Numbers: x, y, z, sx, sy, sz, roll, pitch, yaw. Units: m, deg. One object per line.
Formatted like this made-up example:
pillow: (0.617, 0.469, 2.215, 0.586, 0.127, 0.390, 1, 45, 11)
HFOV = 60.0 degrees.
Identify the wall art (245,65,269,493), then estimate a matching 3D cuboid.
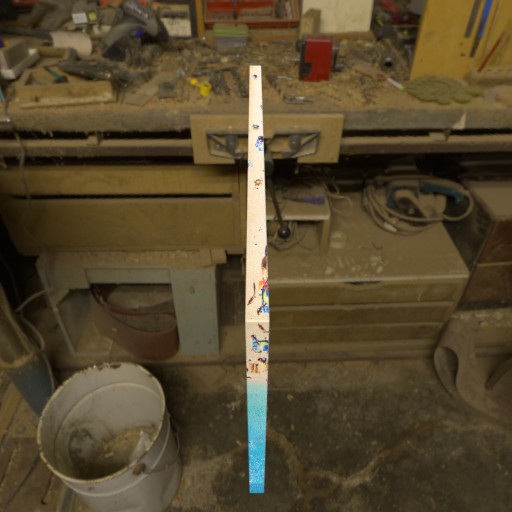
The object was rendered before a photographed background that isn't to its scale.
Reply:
wall art: (0.000, 0.000, 1.402, 0.040, 0.769, 1.136, 0, 43, 0)
